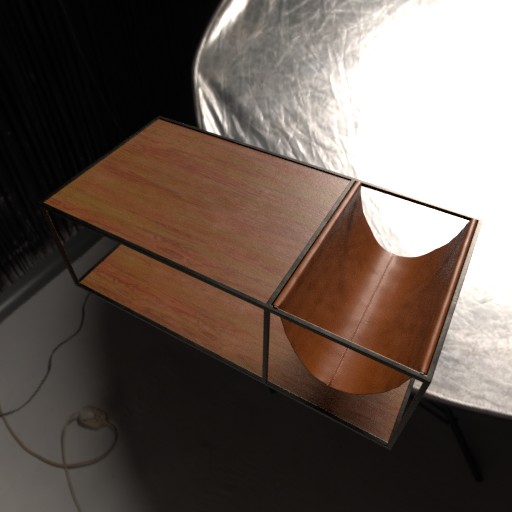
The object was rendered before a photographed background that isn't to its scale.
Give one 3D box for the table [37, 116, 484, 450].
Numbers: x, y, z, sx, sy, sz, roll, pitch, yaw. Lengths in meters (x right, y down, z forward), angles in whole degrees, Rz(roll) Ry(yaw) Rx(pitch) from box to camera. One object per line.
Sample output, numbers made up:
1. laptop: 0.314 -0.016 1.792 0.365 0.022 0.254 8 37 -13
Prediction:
1. table: 0.000 0.000 1.470 1.199 0.403 0.597 23 51 20
